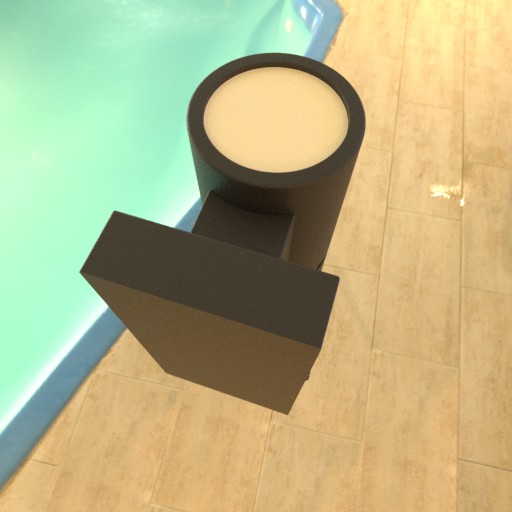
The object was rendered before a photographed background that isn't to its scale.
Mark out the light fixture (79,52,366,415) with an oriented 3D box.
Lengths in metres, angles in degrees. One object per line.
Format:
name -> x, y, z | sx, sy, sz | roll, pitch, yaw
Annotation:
light fixture -> 0.000, 0.000, 0.266 | 0.098, 0.179, 0.138 | 16, 65, 8
